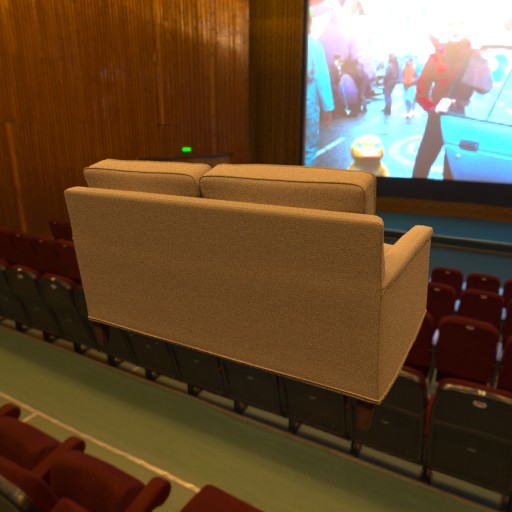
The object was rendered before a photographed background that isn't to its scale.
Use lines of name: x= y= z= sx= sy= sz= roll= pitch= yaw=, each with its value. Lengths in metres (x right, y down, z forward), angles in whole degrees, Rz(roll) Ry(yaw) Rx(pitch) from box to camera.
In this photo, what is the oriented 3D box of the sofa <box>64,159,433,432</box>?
sofa: x=0.000 y=0.000 z=2.289 sx=1.597 sy=1.003 sz=1.084 roll=9 pitch=19 yaw=28
